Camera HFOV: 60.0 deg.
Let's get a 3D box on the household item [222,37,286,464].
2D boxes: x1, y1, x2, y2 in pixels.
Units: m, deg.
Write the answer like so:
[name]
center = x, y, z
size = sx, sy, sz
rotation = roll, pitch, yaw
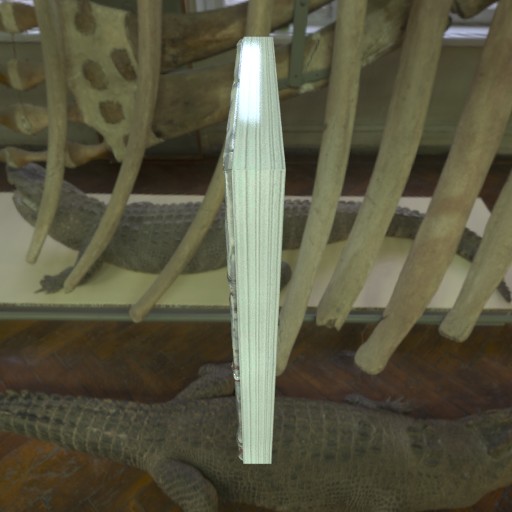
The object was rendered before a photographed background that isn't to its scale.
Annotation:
[household item]
center = 0.000, 0.000, 0.281
size = 0.025, 0.216, 0.165
rotation = 0, 40, 0
